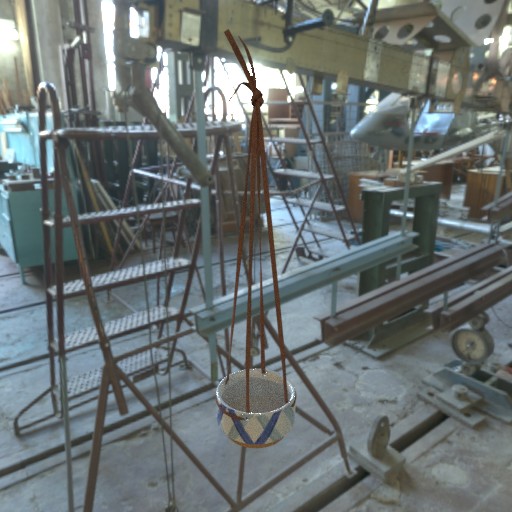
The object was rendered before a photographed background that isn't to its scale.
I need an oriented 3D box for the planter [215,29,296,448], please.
[{"bbox_3d":[0.000,0.000,0.823,0.166,0.751,0.166,2,17,7],"label":"planter"}]
